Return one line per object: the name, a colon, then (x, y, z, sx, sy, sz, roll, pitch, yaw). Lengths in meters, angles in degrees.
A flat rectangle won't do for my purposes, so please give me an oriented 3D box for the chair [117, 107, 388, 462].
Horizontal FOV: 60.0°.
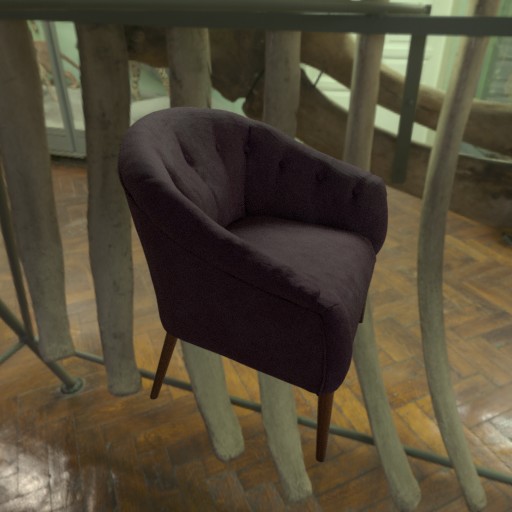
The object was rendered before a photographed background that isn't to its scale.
chair: (0.000, 0.000, 1.486, 0.776, 0.885, 0.851, 11, 33, 18)
